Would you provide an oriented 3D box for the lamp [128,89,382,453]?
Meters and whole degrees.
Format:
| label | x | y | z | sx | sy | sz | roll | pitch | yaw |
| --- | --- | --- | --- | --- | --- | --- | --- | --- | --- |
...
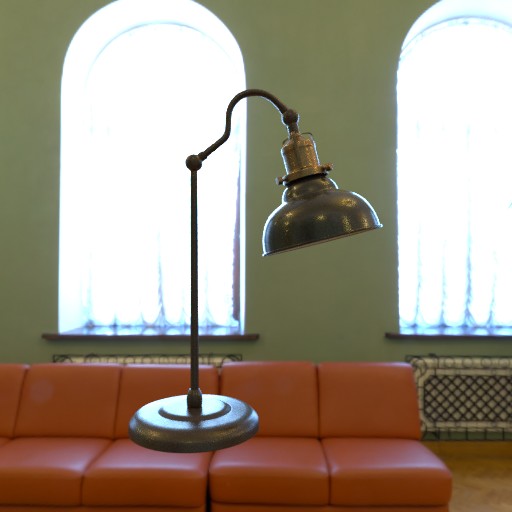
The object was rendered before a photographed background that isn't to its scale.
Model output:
| label | x | y | z | sx | sy | sz | roll | pitch | yaw |
| --- | --- | --- | --- | --- | --- | --- | --- | --- | --- |
| lamp | 0.000 | 0.000 | 0.667 | 0.374 | 0.508 | 0.192 | 0 | -2 | 0 |
